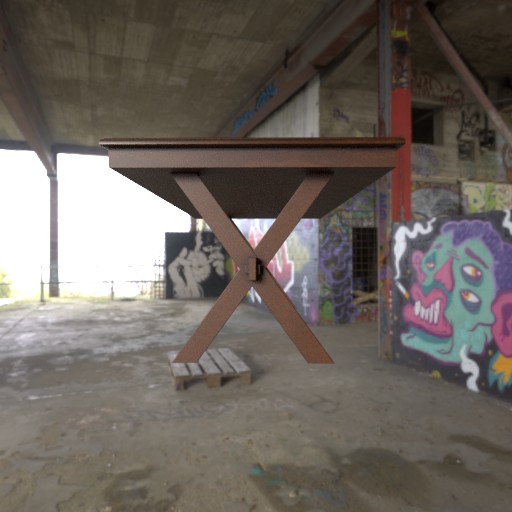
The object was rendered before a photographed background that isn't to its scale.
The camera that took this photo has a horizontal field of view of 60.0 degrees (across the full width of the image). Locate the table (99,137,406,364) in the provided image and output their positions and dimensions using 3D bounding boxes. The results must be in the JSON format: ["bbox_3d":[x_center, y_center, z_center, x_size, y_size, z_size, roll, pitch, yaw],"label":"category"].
[{"bbox_3d":[0.000,0.000,1.458,0.594,0.459,1.197,0,0,1],"label":"table"}]
